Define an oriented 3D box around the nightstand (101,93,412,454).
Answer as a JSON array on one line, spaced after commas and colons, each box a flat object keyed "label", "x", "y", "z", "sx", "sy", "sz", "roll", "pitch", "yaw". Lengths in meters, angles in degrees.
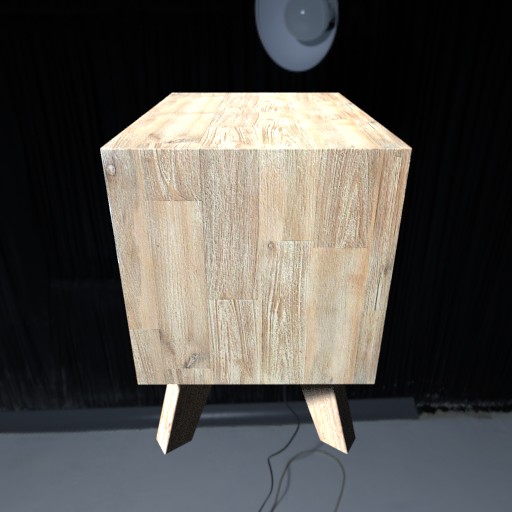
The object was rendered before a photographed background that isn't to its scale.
[{"label": "nightstand", "x": 0.000, "y": 0.000, "z": 0.942, "sx": 0.396, "sy": 0.589, "sz": 0.552, "roll": 0, "pitch": 27, "yaw": 0}]
